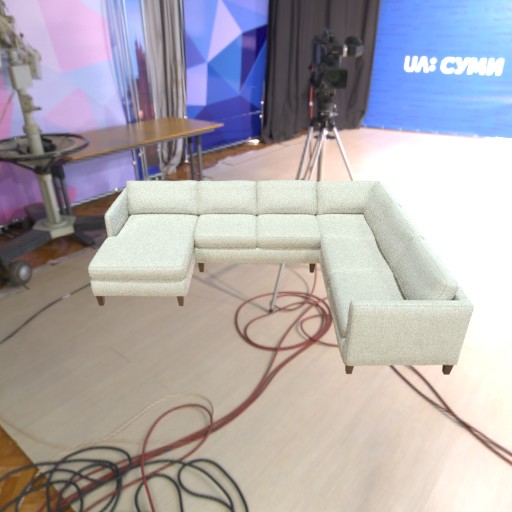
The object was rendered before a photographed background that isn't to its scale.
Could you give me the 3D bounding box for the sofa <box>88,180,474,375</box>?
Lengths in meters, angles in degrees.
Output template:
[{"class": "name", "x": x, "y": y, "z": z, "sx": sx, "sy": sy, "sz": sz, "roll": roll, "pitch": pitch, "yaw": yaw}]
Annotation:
[{"class": "sofa", "x": 0.000, "y": 0.000, "z": 4.443, "sx": 3.238, "sy": 0.853, "sz": 2.551, "roll": 0, "pitch": 29, "yaw": 0}]
